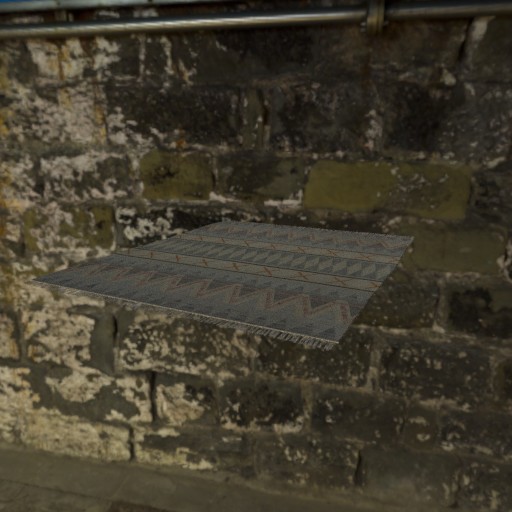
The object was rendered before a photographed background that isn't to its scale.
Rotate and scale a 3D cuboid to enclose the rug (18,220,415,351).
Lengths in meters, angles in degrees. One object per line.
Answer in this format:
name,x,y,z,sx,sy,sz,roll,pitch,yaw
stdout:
rug,0.000,0.000,3.970,2.371,0.012,3.000,7,16,26
